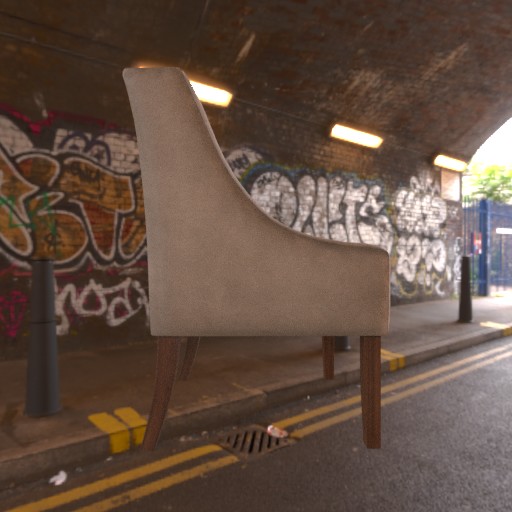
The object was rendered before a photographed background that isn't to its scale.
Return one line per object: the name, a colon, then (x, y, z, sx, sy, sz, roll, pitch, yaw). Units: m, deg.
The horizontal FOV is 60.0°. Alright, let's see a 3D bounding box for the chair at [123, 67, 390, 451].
chair: (0.000, 0.000, 1.324, 0.629, 0.895, 0.629, 0, 1, -1)
